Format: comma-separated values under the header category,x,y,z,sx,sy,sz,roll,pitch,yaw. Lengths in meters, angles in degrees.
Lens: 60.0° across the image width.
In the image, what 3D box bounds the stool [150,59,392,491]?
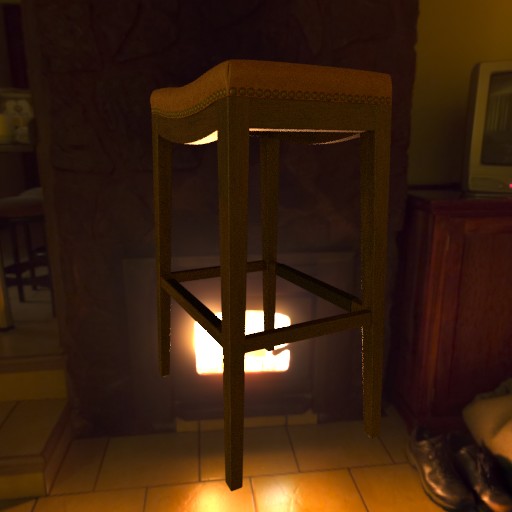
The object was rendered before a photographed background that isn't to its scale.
category,x,y,z,sx,sy,sz,roll,pitch,yaw
stool,0.000,0.000,1.025,0.361,0.759,0.500,-7,16,-26
